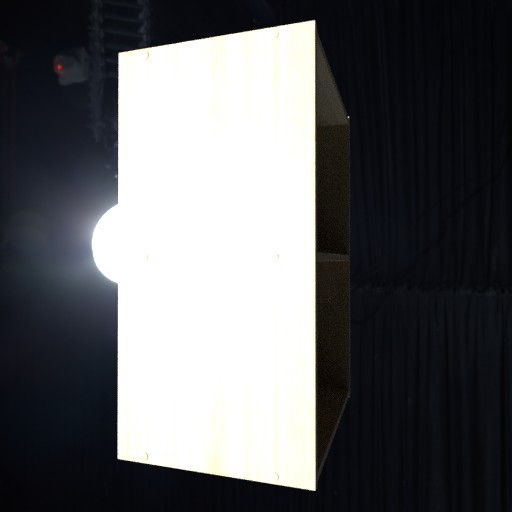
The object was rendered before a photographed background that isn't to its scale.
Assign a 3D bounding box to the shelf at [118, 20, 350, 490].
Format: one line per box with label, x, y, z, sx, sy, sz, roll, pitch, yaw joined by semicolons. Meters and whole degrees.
shelf;0.000;0.000;0.797;0.290;0.592;0.414;0;0;18
